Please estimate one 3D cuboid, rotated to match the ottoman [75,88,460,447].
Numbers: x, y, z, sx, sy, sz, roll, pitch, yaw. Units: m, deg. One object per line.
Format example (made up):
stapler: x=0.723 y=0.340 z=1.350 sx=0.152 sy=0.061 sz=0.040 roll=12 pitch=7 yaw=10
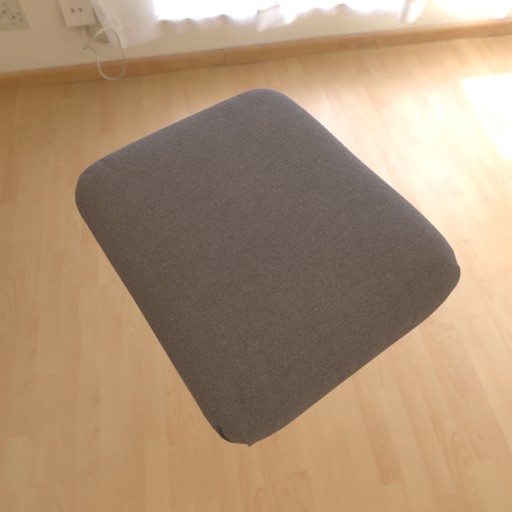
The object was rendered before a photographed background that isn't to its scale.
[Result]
ottoman: x=0.000 y=0.000 z=1.111 sx=0.622 sy=0.450 sz=0.747 roll=-31 pitch=64 yaw=-17
